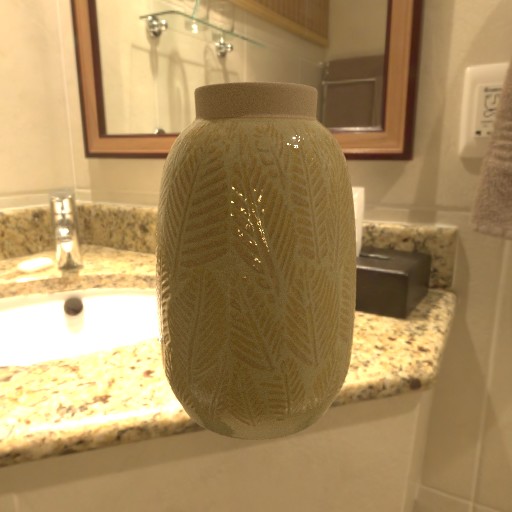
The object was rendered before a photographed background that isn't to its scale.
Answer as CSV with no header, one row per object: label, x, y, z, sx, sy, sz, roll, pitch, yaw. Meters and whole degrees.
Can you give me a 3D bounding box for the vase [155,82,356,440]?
vase,0.000,0.000,0.382,0.172,0.270,0.172,0,14,0
